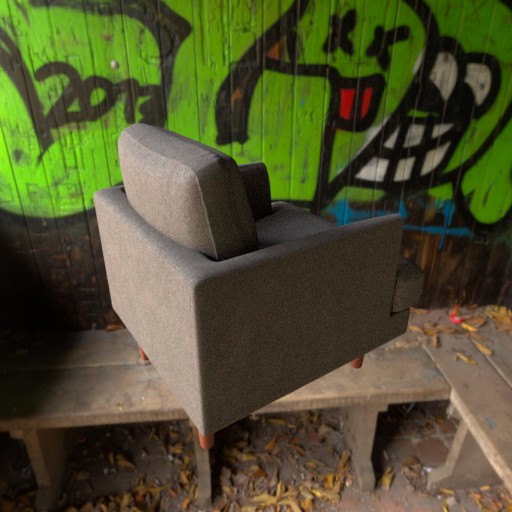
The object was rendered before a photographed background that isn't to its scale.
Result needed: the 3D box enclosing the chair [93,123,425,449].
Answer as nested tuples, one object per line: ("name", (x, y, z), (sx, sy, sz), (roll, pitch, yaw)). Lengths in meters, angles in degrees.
("chair", (0.000, 0.000, 1.641), (0.899, 0.957, 0.858), (-17, 32, -30))
